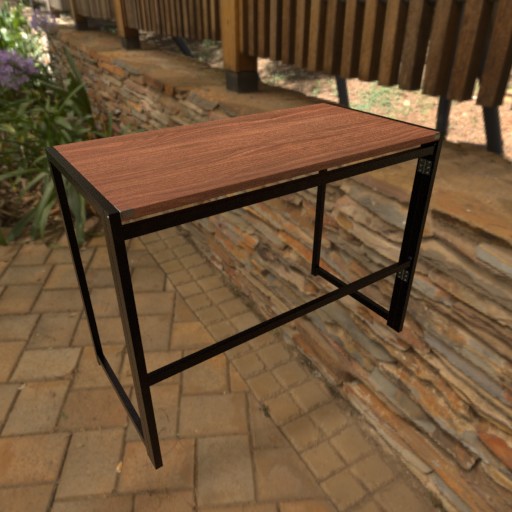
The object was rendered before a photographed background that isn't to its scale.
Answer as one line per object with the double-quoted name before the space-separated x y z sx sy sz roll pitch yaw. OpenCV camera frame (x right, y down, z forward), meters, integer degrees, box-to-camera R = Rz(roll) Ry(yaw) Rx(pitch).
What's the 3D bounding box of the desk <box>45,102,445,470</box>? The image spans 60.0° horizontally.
"desk" 0.000 0.000 1.436 1.016 0.762 0.508 -19 36 -29
